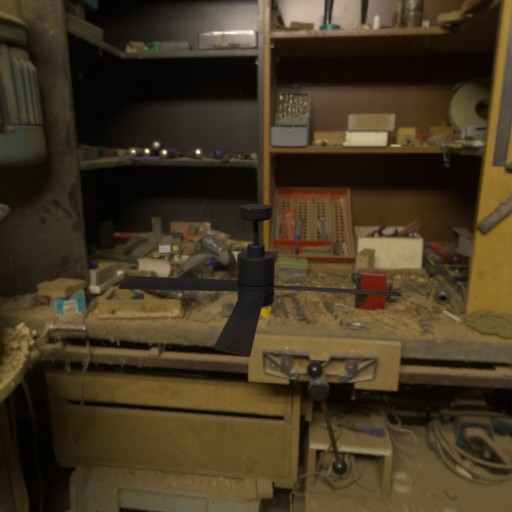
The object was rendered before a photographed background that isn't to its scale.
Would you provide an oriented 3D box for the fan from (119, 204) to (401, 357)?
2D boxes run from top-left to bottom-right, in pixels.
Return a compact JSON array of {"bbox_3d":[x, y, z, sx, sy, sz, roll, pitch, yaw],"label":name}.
[{"bbox_3d":[0.000,0.000,2.376,1.525,0.534,1.525,2,15,7],"label":"fan"}]
